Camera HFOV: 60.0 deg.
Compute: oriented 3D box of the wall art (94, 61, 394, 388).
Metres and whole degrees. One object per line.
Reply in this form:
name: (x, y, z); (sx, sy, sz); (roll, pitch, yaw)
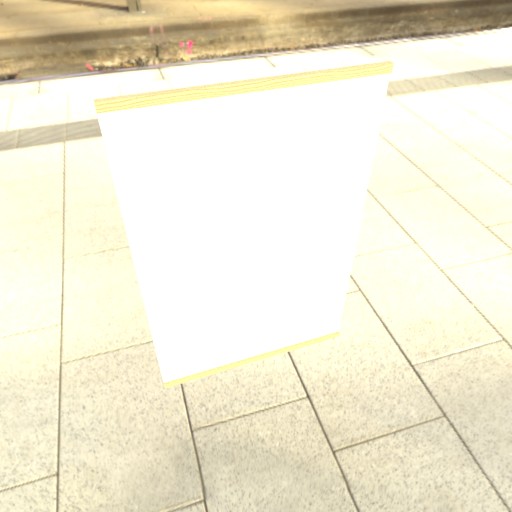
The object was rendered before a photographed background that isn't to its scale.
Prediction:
wall art: (0.000, 0.000, 1.934); (1.011, 1.521, 0.025); (-13, 43, -14)
